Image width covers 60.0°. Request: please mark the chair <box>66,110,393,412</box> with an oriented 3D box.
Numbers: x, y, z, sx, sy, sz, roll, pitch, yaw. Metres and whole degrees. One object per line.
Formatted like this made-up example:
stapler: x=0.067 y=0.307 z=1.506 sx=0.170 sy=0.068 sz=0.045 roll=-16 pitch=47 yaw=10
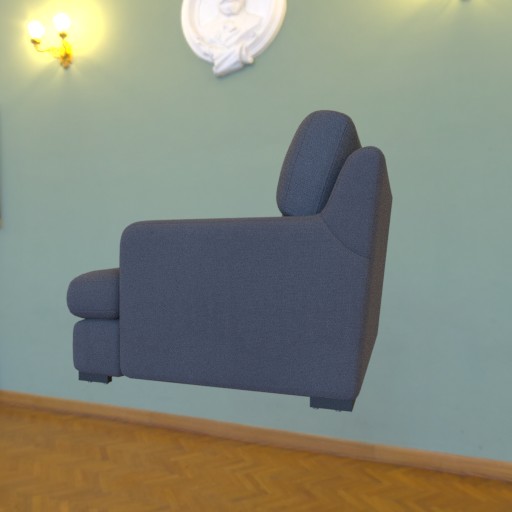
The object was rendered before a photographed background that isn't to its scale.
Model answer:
chair: x=0.000 y=0.000 z=1.979 sx=1.143 sy=0.940 sz=1.168 roll=0 pitch=1 yaw=18
